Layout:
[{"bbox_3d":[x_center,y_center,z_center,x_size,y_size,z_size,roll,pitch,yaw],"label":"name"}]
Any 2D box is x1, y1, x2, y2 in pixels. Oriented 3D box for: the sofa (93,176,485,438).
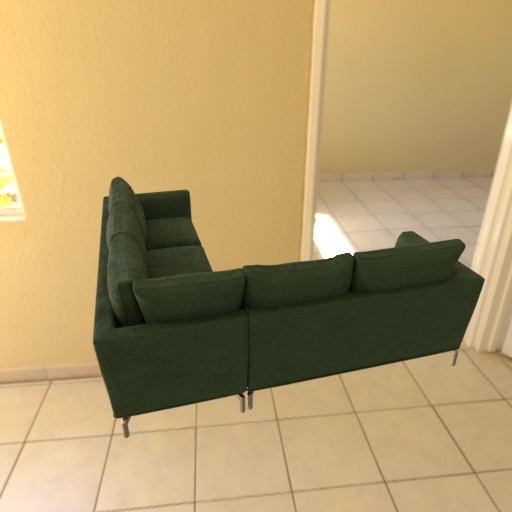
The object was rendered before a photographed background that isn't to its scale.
[{"bbox_3d":[0.000,0.000,3.764,2.468,1.004,2.452,-7,27,-14],"label":"sofa"}]
